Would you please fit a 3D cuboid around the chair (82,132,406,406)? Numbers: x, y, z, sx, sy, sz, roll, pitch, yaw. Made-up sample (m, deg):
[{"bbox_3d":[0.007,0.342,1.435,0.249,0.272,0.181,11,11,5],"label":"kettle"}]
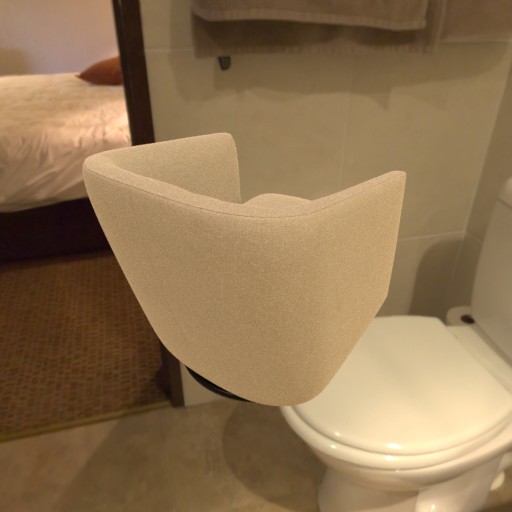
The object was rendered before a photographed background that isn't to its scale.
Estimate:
[{"bbox_3d":[0.000,0.000,1.600,0.822,0.861,0.986,21,37,32],"label":"chair"}]
